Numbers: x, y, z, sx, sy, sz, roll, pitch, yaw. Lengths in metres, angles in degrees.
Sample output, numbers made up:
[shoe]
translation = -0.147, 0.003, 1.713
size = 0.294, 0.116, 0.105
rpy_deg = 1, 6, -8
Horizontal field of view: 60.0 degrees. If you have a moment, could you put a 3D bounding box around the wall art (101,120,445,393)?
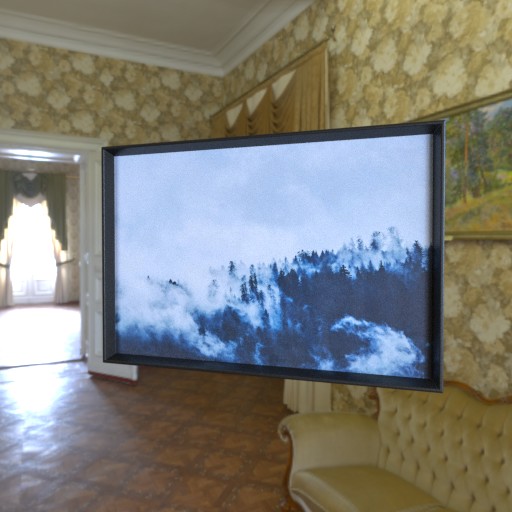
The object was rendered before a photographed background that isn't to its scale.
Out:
[wall art]
translation = 0.000, 0.000, 1.202
size = 0.939, 0.640, 0.058
rpy_deg = 0, 1, 17
